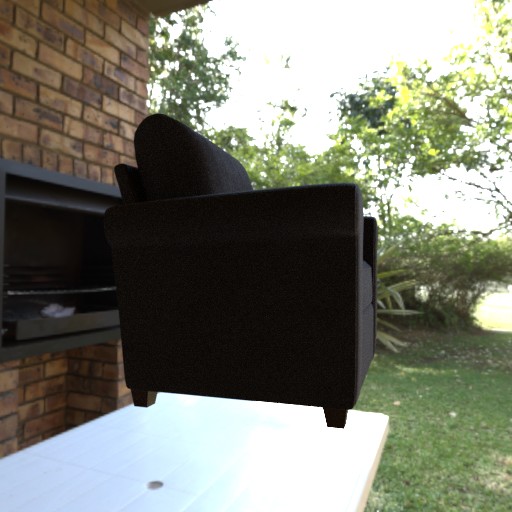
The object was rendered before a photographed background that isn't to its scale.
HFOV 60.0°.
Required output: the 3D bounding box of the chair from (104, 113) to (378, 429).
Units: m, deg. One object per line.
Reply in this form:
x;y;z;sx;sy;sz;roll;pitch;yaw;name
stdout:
0.000;0.000;1.633;0.828;0.942;0.867;-1;-2;18;chair
